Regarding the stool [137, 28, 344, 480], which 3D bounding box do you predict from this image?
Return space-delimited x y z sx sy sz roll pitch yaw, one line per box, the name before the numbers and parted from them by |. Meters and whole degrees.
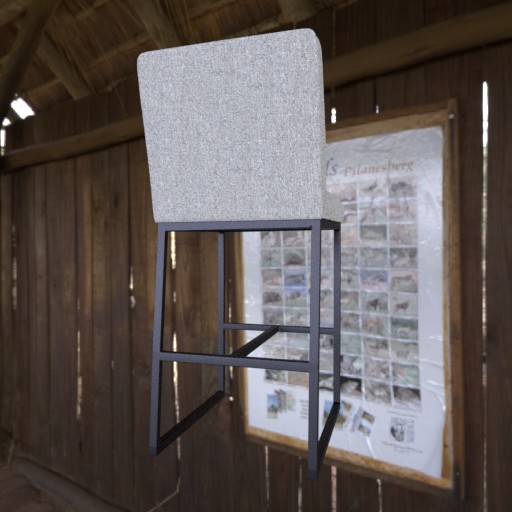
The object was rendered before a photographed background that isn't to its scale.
stool | 0.000 0.000 1.308 0.459 1.034 0.571 0 0 17
